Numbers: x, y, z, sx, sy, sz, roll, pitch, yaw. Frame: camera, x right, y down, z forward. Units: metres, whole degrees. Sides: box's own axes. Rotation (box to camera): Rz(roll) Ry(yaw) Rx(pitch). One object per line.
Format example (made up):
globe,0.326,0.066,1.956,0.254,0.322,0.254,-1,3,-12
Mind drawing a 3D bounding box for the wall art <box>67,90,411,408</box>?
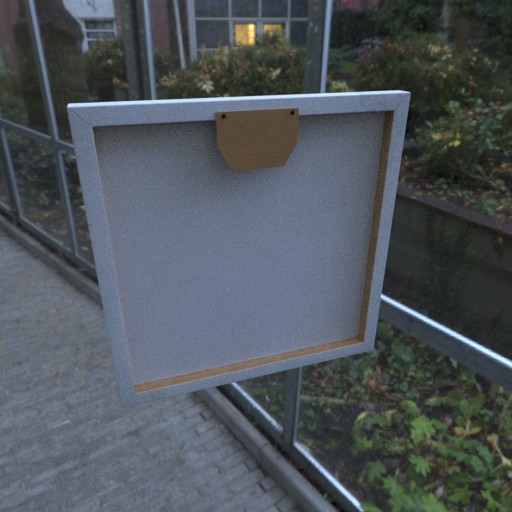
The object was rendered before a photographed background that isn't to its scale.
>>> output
wall art,0.000,0.000,0.894,0.605,0.605,0.044,-8,28,-17
